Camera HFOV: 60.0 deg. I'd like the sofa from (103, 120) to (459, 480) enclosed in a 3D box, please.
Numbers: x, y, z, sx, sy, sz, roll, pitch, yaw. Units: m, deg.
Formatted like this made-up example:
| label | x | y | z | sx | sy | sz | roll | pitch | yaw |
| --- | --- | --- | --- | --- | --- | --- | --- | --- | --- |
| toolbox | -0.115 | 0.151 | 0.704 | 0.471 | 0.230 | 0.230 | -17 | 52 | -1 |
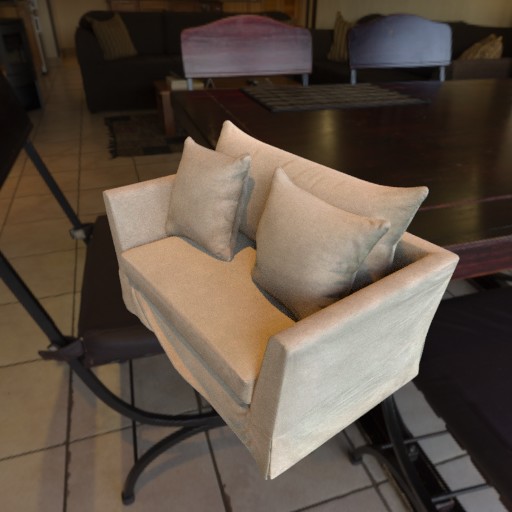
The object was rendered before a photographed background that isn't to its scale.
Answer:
| label | x | y | z | sx | sy | sz | roll | pitch | yaw |
| --- | --- | --- | --- | --- | --- | --- | --- | --- | --- |
| sofa | 0.000 | 0.000 | 2.284 | 1.035 | 1.040 | 1.608 | -21 | 36 | -31 |
